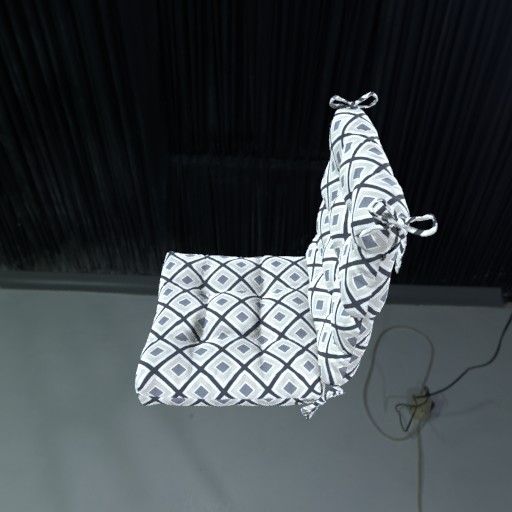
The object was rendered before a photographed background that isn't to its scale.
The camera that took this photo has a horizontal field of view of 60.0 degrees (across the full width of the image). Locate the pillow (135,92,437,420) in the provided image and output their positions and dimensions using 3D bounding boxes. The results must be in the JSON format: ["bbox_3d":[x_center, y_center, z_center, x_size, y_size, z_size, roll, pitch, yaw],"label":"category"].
[{"bbox_3d":[0.000,0.000,1.045,0.571,0.605,0.519,0,41,0],"label":"pillow"}]
